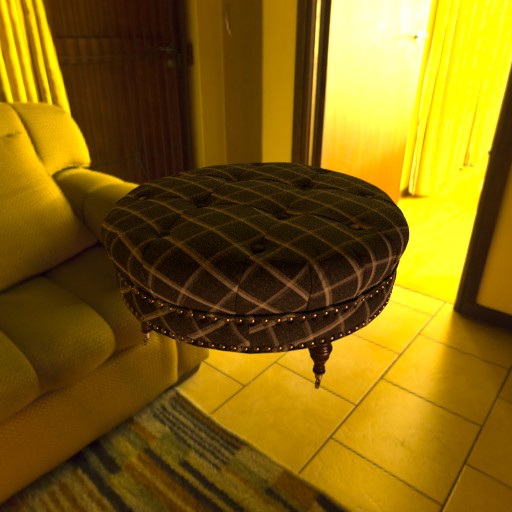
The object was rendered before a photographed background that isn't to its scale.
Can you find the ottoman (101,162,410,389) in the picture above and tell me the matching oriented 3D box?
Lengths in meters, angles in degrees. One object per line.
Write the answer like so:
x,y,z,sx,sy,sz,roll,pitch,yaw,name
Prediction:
0.000,0.000,1.404,0.901,0.439,0.901,0,26,0,ottoman
